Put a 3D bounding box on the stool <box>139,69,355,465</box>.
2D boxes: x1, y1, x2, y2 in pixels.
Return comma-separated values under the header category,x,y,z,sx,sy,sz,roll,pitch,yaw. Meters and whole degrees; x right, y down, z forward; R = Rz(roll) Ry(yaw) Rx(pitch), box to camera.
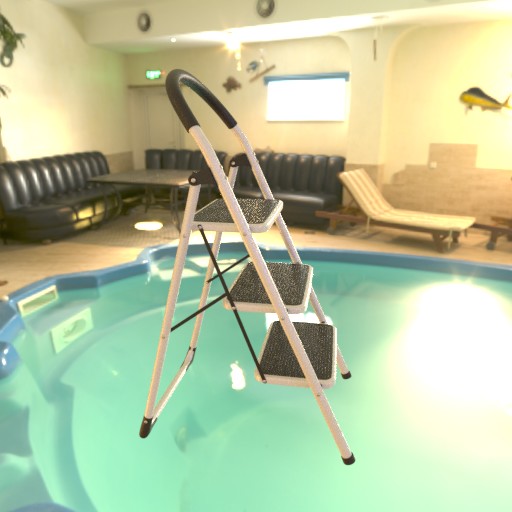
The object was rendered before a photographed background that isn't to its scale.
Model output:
category,x,y,z,sx,sy,sz,roll,pitch,yaw
stool,0.000,0.000,1.413,0.676,1.109,0.485,3,18,10
